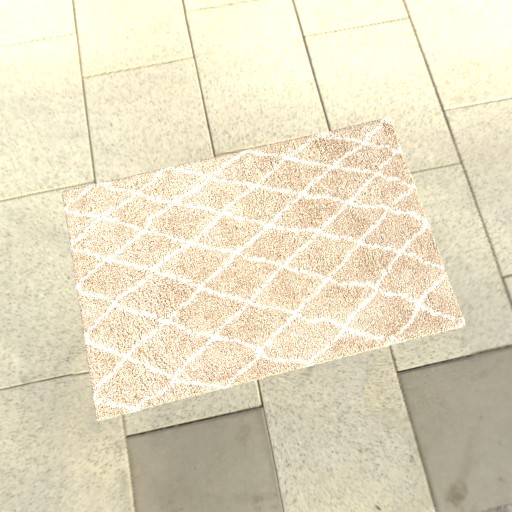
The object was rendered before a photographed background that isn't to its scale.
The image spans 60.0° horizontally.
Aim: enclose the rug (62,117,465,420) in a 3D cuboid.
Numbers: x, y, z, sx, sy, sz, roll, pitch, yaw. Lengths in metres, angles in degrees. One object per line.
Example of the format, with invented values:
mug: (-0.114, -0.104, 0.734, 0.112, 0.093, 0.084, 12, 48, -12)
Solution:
rug: (0.000, 0.000, 3.397, 2.743, 0.030, 1.778, -14, 76, -3)
